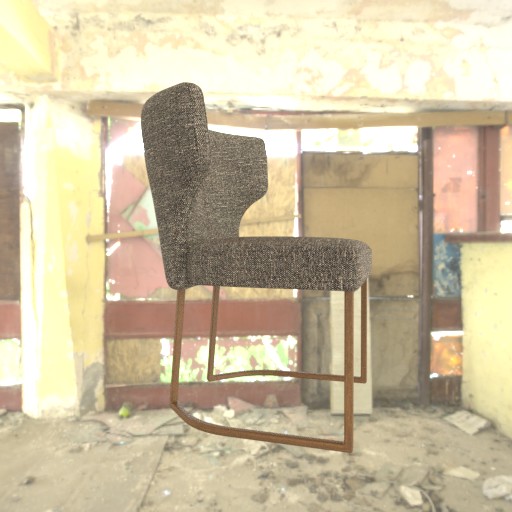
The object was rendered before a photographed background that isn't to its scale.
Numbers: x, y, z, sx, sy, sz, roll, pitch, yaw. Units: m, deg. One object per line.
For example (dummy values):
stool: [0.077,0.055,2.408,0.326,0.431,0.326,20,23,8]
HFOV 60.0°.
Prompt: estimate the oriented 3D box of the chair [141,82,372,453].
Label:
chair: [0.000,0.000,1.262,0.617,0.824,0.611,0,1,17]
